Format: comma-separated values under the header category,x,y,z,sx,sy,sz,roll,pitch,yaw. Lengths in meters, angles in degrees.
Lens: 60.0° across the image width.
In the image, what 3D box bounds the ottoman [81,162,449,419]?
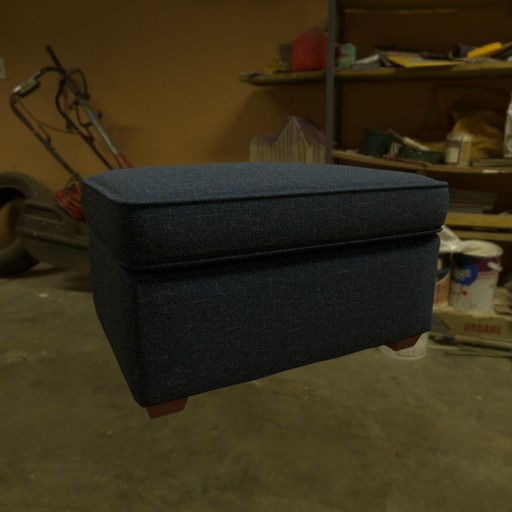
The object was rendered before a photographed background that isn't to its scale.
category,x,y,z,sx,sy,sz,roll,pitch,yaw
ottoman,0.000,0.000,1.095,0.749,0.450,0.549,-7,16,-26
